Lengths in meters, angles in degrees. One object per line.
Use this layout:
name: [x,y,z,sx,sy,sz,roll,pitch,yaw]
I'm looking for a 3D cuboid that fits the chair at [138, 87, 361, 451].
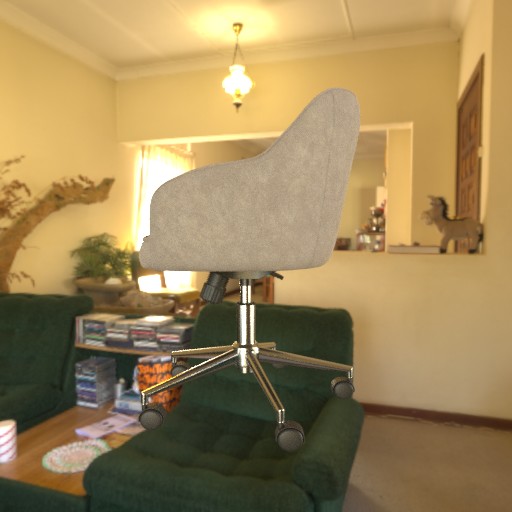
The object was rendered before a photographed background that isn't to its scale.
chair: [0.000,0.000,1.270,0.573,0.831,0.635,0,3,1]
